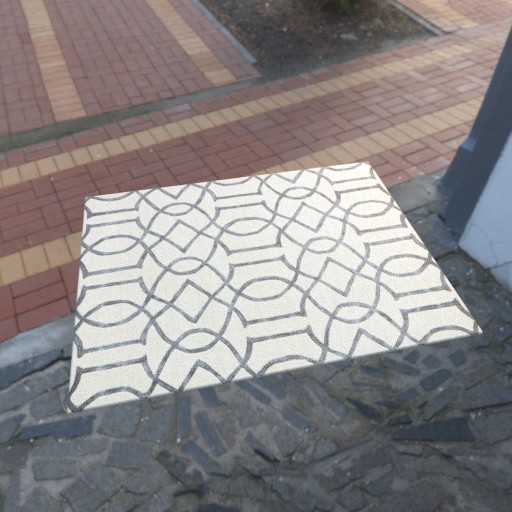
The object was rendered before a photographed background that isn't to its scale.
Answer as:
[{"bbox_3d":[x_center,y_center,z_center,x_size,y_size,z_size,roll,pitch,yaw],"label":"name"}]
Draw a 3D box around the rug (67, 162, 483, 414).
[{"bbox_3d":[0.000,0.000,3.755,2.910,0.021,2.211,-9,47,-8],"label":"rug"}]
